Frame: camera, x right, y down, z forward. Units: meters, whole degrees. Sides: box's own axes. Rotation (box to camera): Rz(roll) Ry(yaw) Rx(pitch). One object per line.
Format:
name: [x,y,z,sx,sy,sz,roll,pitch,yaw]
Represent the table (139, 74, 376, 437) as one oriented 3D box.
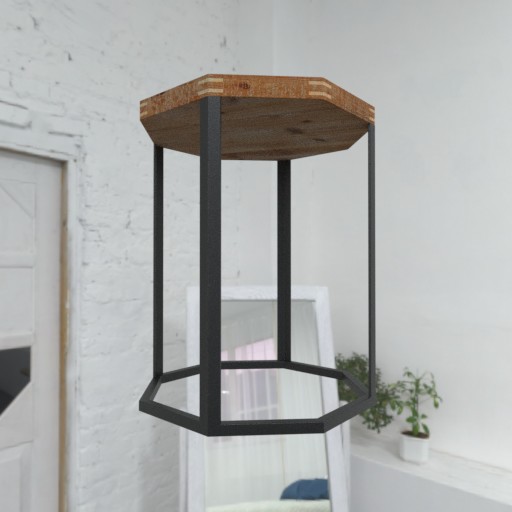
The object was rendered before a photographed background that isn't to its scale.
table: [0.000,0.000,0.880,0.458,0.543,0.458,0,-1,18]
